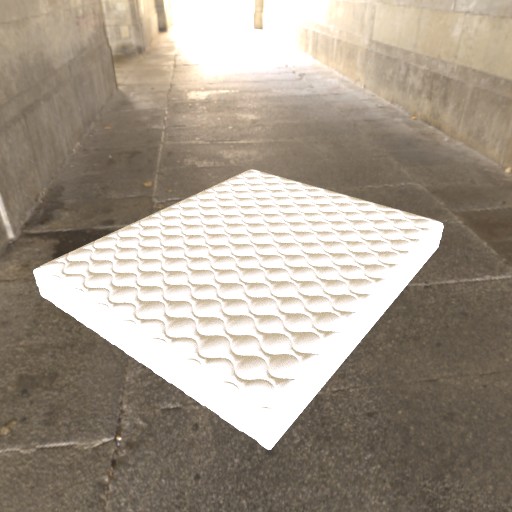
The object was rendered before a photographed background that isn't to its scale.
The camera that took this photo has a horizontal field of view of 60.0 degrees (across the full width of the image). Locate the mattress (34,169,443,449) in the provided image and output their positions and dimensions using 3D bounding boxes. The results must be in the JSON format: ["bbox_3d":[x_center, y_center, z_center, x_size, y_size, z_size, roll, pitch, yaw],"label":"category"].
[{"bbox_3d":[0.000,0.000,2.657,1.600,0.200,1.900,22,38,31],"label":"mattress"}]
